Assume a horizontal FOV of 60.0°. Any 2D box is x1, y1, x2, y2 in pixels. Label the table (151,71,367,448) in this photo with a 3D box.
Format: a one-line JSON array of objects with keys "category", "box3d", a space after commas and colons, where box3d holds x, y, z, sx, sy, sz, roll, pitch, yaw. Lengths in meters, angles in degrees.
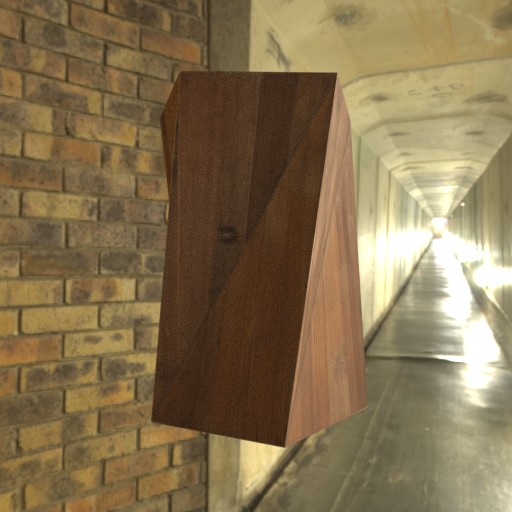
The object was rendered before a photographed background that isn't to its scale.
[{"category": "table", "box3d": [0.000, 0.000, 0.904, 0.425, 0.604, 0.441, 0, -1, -36]}]
